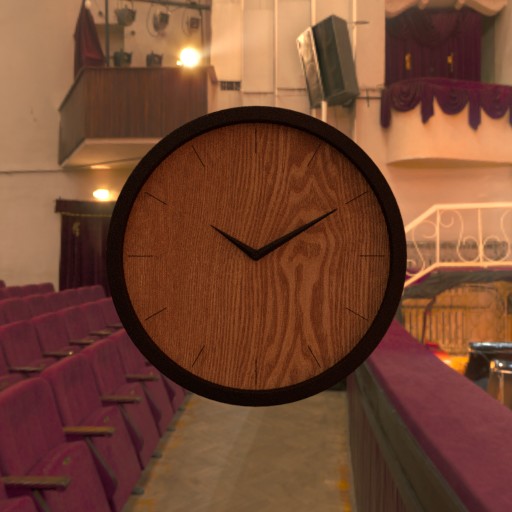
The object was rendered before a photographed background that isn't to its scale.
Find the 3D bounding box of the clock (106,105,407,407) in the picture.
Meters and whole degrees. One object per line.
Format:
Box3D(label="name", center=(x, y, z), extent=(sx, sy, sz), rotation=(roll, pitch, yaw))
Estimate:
Box3D(label="clock", center=(0.000, 0.000, 0.474), extent=(0.314, 0.314, 0.029), rotation=(0, 0, 1))
